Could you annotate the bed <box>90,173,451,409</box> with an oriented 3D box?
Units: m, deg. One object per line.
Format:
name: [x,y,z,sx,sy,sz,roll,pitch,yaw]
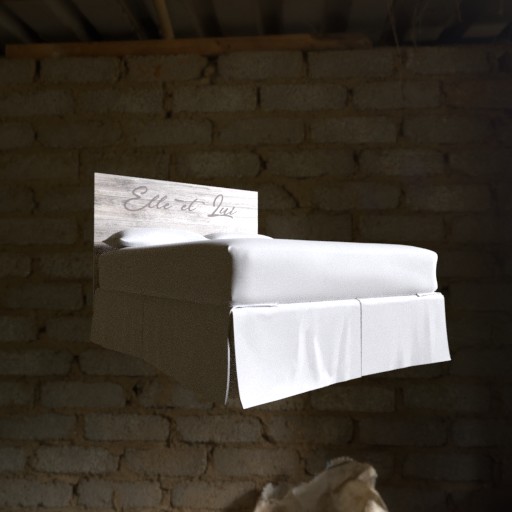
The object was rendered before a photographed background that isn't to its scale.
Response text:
bed: [0.000,0.000,3.167,1.745,1.335,2.094,1,-1,-36]
